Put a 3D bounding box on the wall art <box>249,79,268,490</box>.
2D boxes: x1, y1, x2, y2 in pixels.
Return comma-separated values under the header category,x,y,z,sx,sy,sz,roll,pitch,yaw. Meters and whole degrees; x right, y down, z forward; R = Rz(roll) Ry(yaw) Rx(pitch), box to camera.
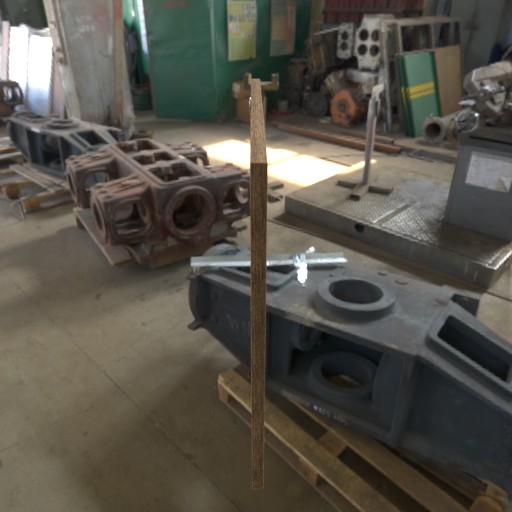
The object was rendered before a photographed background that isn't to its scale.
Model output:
category,x,y,z,sx,sy,sz,roll,pitch,yaw
wall art,0.000,0.000,0.836,0.021,0.576,0.561,0,30,0
